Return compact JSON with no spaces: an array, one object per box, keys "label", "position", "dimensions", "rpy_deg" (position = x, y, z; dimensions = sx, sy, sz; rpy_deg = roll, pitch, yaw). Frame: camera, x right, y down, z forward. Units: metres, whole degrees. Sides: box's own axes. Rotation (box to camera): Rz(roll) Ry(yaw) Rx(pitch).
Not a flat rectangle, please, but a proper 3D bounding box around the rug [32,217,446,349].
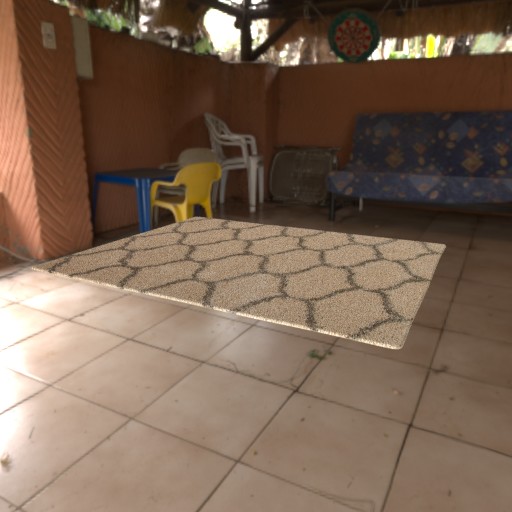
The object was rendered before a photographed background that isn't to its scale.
[{"label":"rug","position":[0.000,0.000,4.037],"dimensions":[3.000,0.026,2.399],"rpy_deg":[8,18,26]}]
